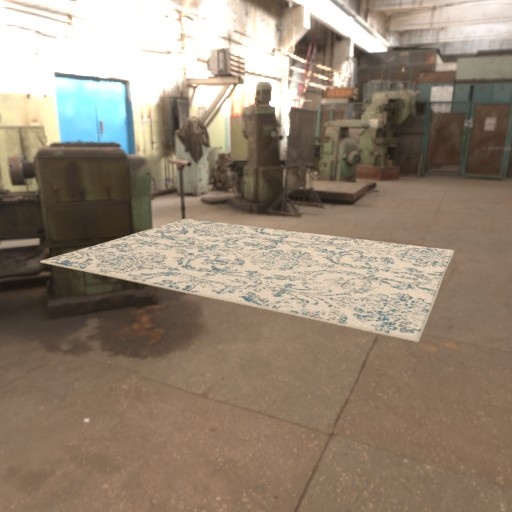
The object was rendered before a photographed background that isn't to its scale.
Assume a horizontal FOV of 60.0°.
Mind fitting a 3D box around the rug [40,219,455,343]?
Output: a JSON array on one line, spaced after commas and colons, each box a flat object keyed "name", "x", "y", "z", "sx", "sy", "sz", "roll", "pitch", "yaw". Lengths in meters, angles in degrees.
[{"name": "rug", "x": 0.000, "y": 0.000, "z": 2.340, "sx": 1.831, "sy": 0.012, "sz": 1.213, "roll": 9, "pitch": 18, "yaw": 27}]
